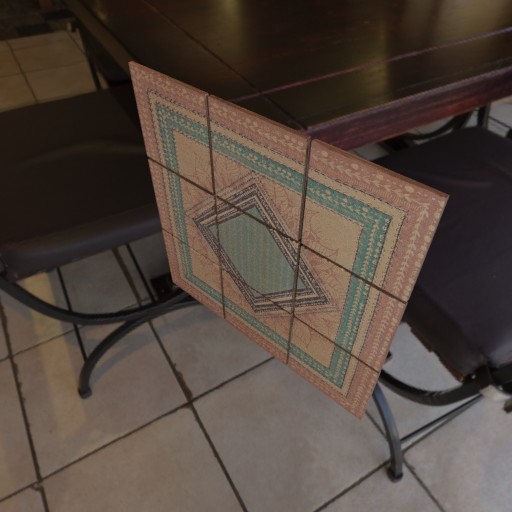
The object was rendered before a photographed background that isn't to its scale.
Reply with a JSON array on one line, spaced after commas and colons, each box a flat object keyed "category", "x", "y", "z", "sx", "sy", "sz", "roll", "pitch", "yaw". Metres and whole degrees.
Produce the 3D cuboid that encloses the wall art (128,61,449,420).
[{"category": "wall art", "x": 0.000, "y": 0.000, "z": 1.335, "sx": 0.915, "sy": 0.914, "sz": 0.013, "roll": 32, "pitch": 53, "yaw": 27}]
